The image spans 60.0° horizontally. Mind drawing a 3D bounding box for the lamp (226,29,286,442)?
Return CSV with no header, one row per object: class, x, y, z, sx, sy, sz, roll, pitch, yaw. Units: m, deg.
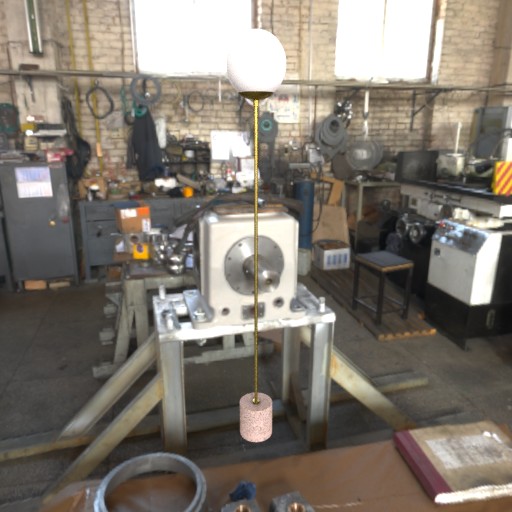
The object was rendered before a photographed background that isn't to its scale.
lamp,0.000,0.000,1.884,0.229,1.748,0.229,14,21,41
